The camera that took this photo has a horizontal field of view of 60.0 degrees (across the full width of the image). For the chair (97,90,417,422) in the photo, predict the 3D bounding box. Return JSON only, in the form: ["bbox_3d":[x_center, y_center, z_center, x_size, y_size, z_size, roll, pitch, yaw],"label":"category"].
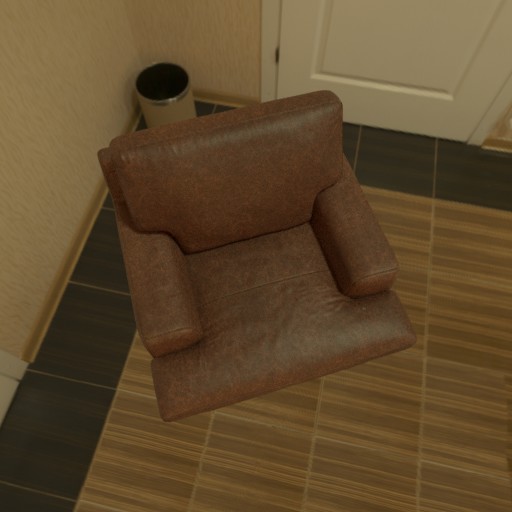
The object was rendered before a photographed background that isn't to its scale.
[{"bbox_3d":[0.000,0.000,2.012,1.168,0.939,1.143,-15,65,-7],"label":"chair"}]
